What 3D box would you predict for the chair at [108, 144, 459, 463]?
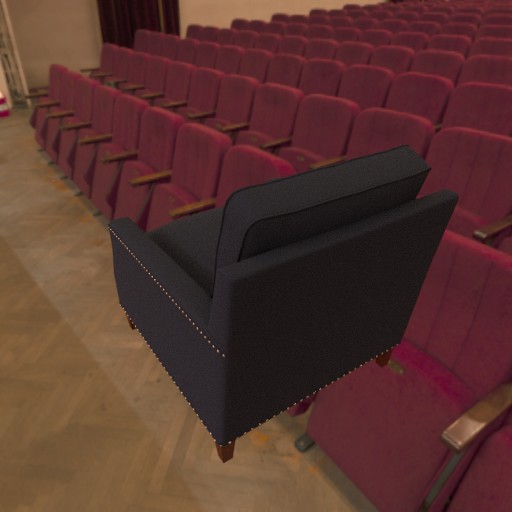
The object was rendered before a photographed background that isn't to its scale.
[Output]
[{"bbox_3d":[0.000,0.000,1.692,0.853,0.943,1.014,-20,36,-29],"label":"chair"}]
